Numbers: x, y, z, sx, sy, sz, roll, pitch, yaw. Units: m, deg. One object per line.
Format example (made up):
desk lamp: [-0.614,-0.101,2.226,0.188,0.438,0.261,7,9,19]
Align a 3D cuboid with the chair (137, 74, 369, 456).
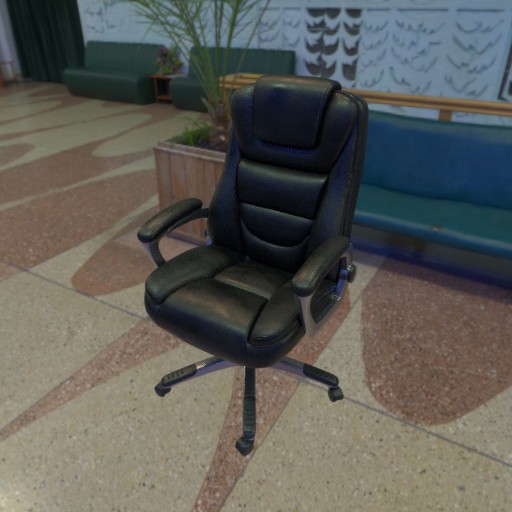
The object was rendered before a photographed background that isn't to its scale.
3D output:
chair: [0.000,0.000,1.494,0.697,1.075,0.689,17,34,28]
